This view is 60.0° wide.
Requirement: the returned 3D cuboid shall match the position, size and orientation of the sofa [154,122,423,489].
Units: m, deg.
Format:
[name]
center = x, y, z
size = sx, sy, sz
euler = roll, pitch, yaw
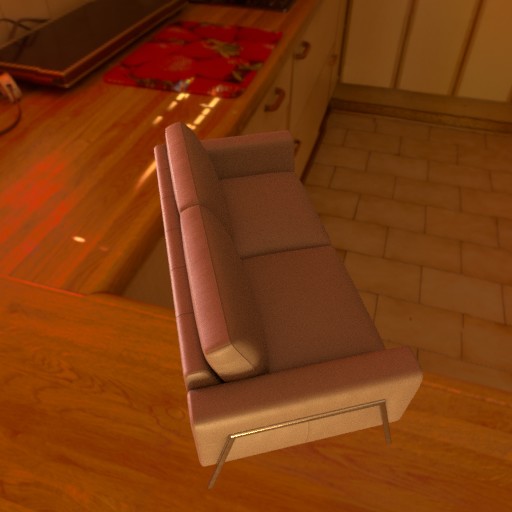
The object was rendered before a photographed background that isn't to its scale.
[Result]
[sofa]
center = 0.000, 0.000, 2.510
size = 0.953, 0.875, 2.017
euler = -9, 46, -9
